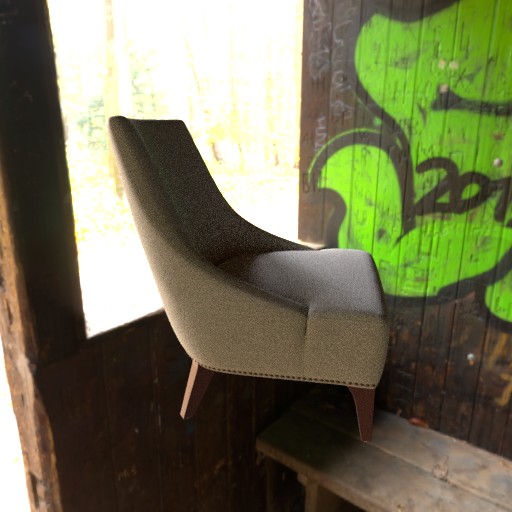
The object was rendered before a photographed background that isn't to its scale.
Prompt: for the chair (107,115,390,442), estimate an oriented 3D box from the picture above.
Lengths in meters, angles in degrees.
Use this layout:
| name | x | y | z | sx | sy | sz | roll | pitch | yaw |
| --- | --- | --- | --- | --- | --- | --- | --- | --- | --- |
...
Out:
| name | x | y | z | sx | sy | sz | roll | pitch | yaw |
| --- | --- | --- | --- | --- | --- | --- | --- | --- | --- |
| chair | 0.000 | 0.000 | 1.520 | 0.861 | 0.909 | 0.701 | 3 | 16 | 10 |
